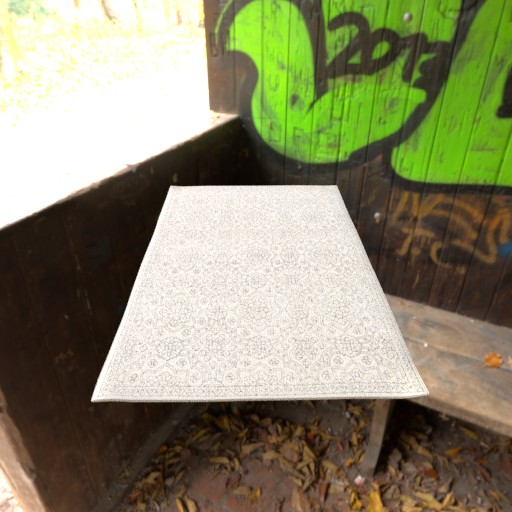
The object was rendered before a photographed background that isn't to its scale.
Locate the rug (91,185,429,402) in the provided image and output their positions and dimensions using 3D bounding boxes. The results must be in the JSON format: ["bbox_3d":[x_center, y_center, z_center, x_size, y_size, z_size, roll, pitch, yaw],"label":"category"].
[{"bbox_3d":[0.000,0.000,2.406,1.214,0.023,1.947,-1,32,-1],"label":"rug"}]
